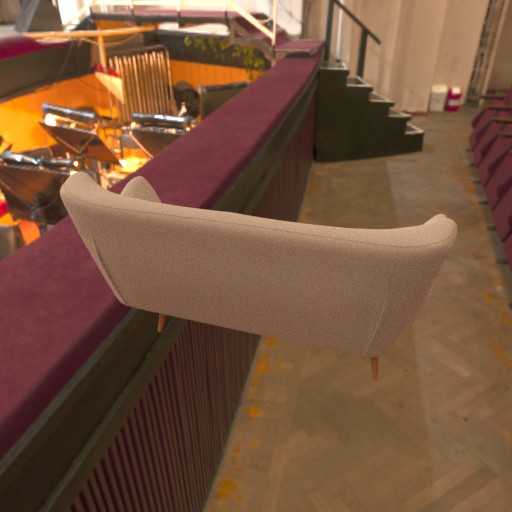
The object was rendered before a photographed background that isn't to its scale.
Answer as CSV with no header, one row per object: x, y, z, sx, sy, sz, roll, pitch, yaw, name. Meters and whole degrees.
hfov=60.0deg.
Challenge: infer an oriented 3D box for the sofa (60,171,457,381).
0.000,0.000,2.391,1.930,0.890,0.899,9,32,15,sofa
